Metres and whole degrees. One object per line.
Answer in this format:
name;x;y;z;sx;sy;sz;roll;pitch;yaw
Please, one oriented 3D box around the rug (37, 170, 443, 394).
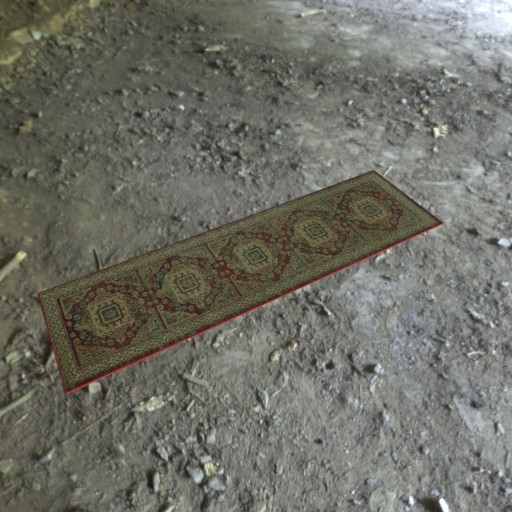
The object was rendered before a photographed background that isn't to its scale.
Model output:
rug;0.000;0.000;2.543;2.292;0.015;0.659;-22;50;-20
